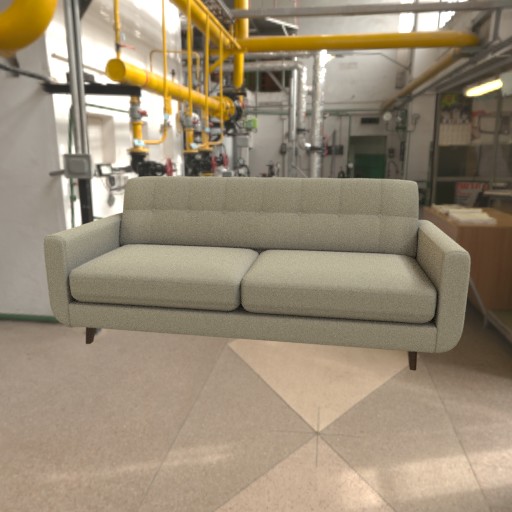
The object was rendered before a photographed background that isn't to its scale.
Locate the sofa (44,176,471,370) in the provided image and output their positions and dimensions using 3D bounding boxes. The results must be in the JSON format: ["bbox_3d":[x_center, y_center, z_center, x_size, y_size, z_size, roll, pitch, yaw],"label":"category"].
[{"bbox_3d":[0.000,0.000,2.653,2.137,0.892,0.980,2,14,10],"label":"sofa"}]
